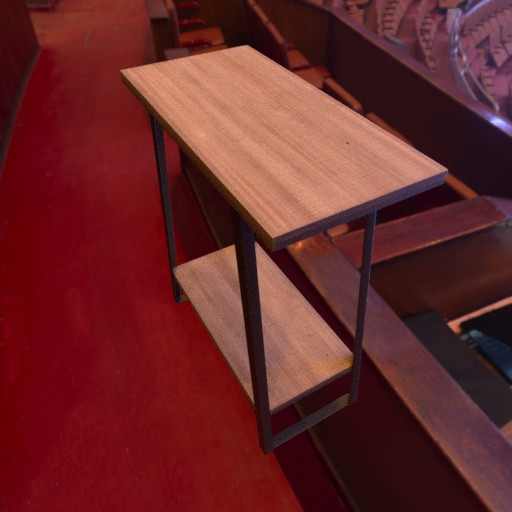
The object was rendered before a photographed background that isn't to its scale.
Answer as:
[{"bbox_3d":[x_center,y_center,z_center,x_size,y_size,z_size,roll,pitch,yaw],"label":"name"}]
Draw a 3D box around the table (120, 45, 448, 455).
[{"bbox_3d":[0.000,0.000,1.017,0.300,0.701,0.599,-22,48,-21],"label":"table"}]
